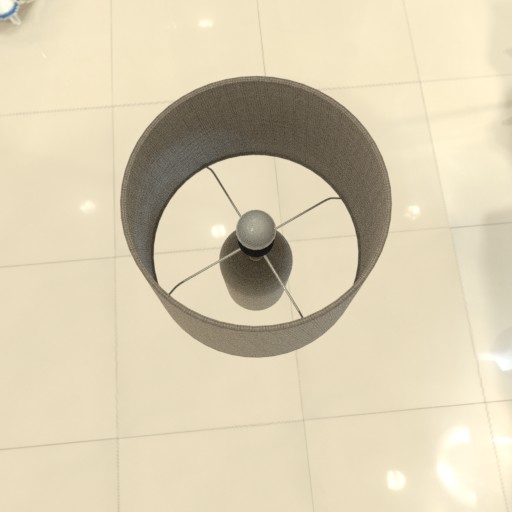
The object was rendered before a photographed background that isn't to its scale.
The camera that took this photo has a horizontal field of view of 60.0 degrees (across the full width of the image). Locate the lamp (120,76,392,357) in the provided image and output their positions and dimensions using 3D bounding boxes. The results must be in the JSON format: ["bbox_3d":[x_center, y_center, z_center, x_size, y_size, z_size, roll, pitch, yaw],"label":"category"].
[{"bbox_3d":[0.000,0.000,0.817,0.367,0.609,0.367,0,76,0],"label":"lamp"}]
